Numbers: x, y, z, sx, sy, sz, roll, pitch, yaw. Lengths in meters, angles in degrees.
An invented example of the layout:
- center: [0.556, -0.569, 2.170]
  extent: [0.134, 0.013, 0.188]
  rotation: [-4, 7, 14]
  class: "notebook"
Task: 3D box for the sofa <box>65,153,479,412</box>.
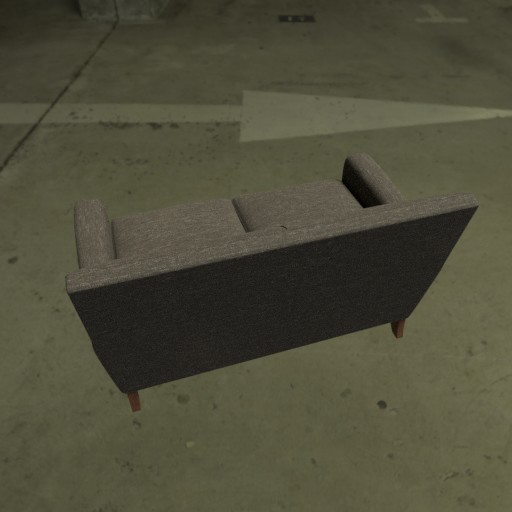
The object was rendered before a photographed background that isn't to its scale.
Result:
- center: [0.000, 0.000, 2.039]
  extent: [1.509, 0.905, 0.867]
  rotation: [-12, 44, -13]
  class: "sofa"
